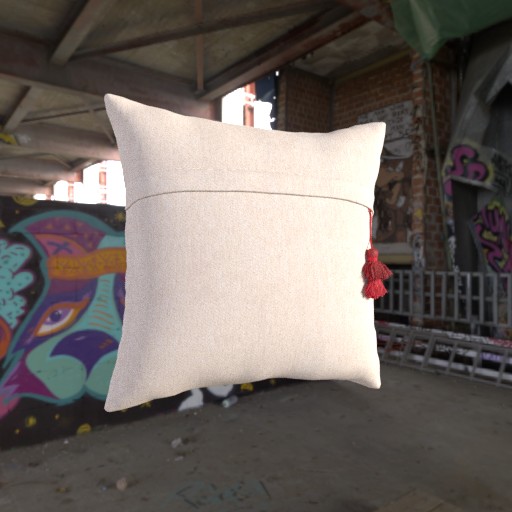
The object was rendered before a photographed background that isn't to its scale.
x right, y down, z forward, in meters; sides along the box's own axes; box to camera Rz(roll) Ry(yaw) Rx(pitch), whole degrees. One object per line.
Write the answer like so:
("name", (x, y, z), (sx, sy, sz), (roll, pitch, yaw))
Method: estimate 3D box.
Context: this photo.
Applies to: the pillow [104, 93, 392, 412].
("pillow", (0.000, 0.000, 0.668), (0.433, 0.436, 0.173), (0, -1, -17))
